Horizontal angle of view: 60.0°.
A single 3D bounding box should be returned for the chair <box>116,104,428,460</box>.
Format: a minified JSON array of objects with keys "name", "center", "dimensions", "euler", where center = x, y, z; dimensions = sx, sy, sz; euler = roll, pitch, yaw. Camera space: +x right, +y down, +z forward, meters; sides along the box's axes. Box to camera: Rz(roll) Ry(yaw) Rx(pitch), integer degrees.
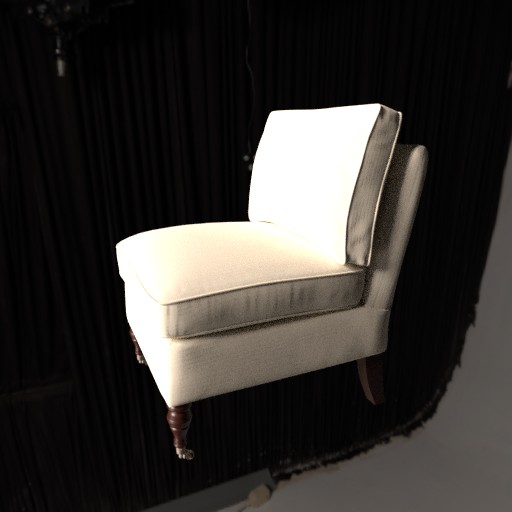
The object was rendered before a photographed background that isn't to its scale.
[{"name":"chair","center":[0.000,0.000,1.389],"dimensions":[0.781,0.887,0.630],"euler":[-7,18,-24]}]
